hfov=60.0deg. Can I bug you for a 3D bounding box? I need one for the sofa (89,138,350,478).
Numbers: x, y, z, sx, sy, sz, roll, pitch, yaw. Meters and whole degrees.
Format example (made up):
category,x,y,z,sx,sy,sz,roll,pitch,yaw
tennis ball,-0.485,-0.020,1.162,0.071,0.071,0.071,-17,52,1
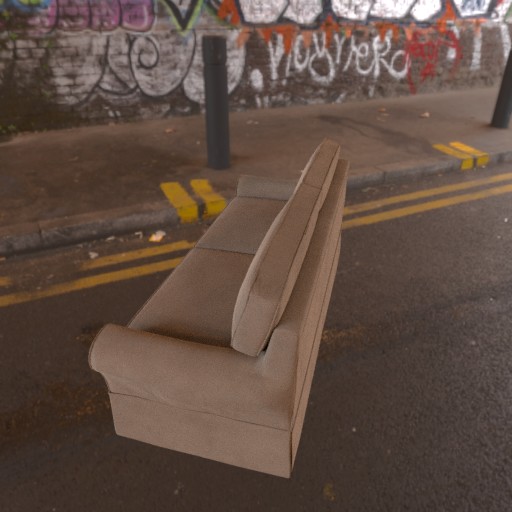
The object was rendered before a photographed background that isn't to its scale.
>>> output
category,x,y,z,sx,sy,sz,roll,pitch,yaw
sofa,0.000,0.000,2.705,0.900,1.014,2.246,8,31,13
